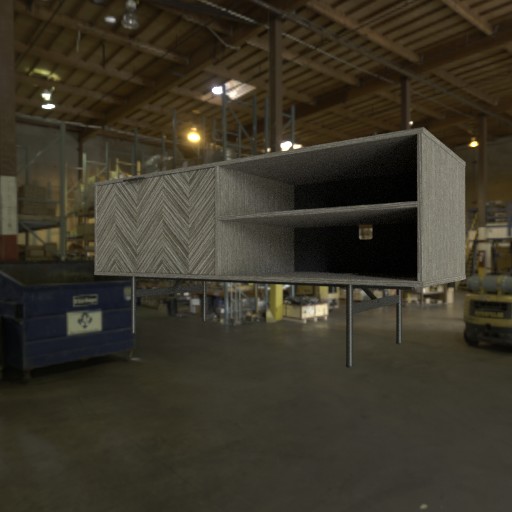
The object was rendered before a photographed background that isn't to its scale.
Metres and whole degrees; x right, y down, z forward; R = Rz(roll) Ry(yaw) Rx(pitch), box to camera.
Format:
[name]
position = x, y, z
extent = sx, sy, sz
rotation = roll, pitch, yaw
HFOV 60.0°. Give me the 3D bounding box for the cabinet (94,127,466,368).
[cabinet]
position = 0.000, 0.000, 1.602
extent = 1.300, 0.599, 0.500
rotation = 0, 0, 36
